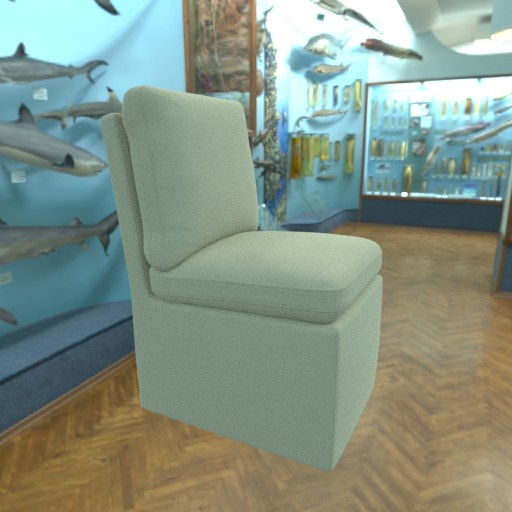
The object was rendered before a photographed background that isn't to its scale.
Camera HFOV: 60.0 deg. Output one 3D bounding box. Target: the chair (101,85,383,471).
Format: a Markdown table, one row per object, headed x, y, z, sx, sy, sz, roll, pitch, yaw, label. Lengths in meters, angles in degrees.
| x | y | z | sx | sy | sz | roll | pitch | yaw | label |
| --- | --- | --- | --- | --- | --- | --- | --- | --- | --- |
| 0.000 | 0.000 | 1.315 | 0.698 | 0.927 | 0.503 | 7 | 16 | 26 | chair |
